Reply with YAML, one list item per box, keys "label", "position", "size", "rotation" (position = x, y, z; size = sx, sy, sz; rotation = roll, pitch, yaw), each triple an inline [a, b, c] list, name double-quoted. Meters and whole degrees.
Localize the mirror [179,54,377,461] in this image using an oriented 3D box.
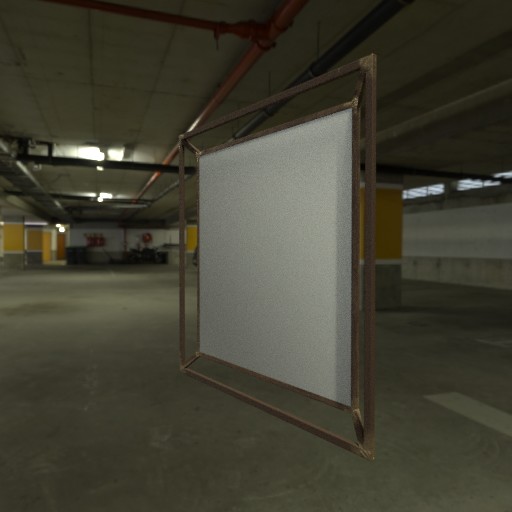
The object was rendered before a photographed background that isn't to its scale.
- label: "mirror"
  position: [0.000, 0.000, 0.915]
  size: [0.032, 0.610, 0.610]
  rotation: [-1, 1, -38]
